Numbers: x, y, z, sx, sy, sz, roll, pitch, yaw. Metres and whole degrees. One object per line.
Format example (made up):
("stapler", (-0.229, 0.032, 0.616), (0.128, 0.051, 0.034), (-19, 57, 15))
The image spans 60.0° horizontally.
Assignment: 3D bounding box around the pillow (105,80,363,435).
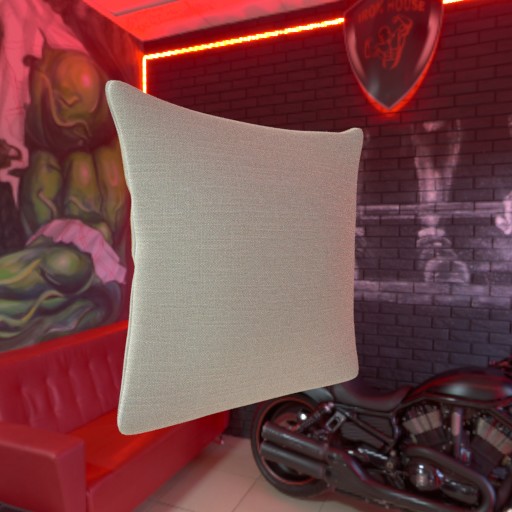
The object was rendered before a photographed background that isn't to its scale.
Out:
("pillow", (0.000, 0.000, 0.679), (0.451, 0.449, 0.191), (-1, 2, -35))
